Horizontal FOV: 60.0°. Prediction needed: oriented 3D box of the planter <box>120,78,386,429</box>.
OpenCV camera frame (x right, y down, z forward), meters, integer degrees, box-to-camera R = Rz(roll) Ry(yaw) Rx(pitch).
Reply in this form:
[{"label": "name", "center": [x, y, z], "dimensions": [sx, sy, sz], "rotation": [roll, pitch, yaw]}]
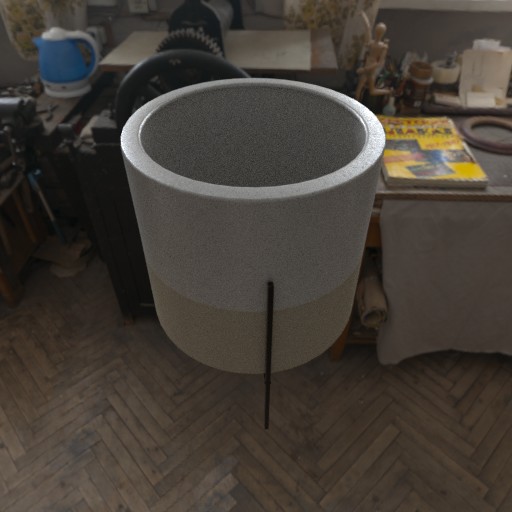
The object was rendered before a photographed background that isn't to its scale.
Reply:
[{"label": "planter", "center": [0.000, 0.000, 0.768], "dimensions": [0.368, 0.484, 0.359], "rotation": [-27, 48, -27]}]
